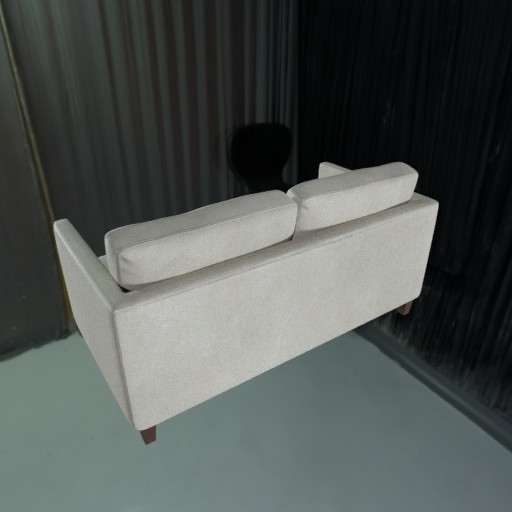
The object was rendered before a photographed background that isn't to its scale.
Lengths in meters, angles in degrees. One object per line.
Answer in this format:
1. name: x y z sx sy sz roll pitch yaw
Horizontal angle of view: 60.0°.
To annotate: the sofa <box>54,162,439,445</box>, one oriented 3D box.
1. sofa: 0.000 0.000 2.429 1.846 0.940 0.950 -18 33 -30
